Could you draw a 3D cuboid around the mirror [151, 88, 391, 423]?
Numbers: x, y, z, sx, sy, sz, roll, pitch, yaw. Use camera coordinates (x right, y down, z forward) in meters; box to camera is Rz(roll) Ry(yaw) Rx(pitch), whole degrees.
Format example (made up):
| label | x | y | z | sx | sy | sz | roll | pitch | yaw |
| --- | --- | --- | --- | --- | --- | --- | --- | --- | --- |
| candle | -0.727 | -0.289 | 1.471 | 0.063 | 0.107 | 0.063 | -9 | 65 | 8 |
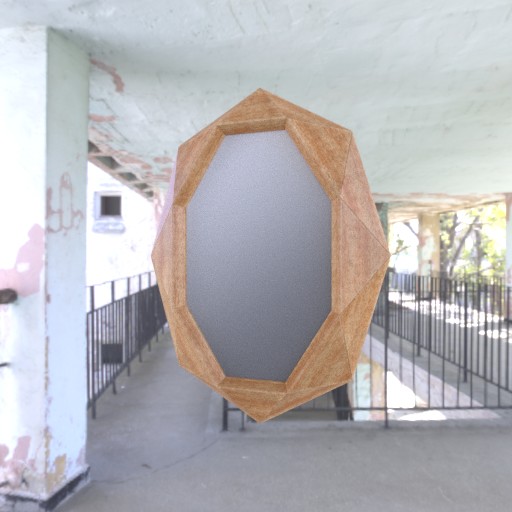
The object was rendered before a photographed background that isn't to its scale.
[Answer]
| label | x | y | z | sx | sy | sz | roll | pitch | yaw |
| --- | --- | --- | --- | --- | --- | --- | --- | --- | --- |
| mirror | 0.000 | 0.000 | 0.995 | 0.577 | 0.774 | 0.070 | 0 | 0 | 19 |
